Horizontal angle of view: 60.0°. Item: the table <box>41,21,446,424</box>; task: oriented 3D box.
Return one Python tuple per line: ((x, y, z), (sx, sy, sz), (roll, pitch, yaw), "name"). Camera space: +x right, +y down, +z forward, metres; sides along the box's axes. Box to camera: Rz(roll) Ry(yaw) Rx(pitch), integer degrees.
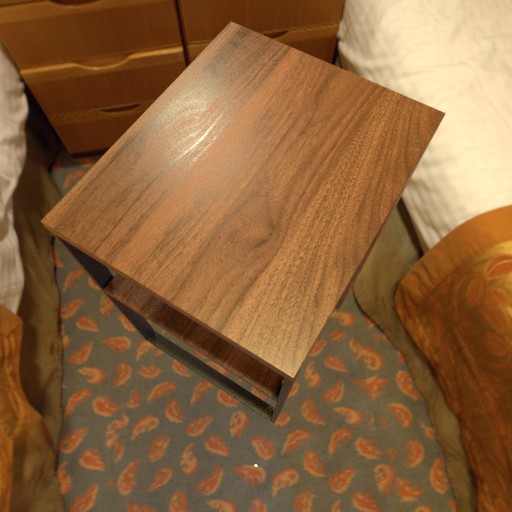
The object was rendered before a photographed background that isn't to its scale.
((0.000, 0.000, 1.540), (0.660, 1.041, 0.786), (29, 68, 13), "table")
